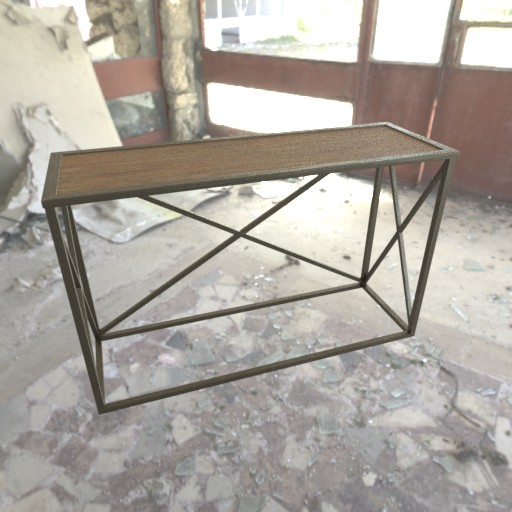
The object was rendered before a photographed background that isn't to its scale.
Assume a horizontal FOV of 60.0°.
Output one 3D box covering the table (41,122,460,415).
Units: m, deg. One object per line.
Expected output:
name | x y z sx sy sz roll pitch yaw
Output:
table | 0.000 0.000 1.575 1.216 0.753 0.402 -10 32 -16
